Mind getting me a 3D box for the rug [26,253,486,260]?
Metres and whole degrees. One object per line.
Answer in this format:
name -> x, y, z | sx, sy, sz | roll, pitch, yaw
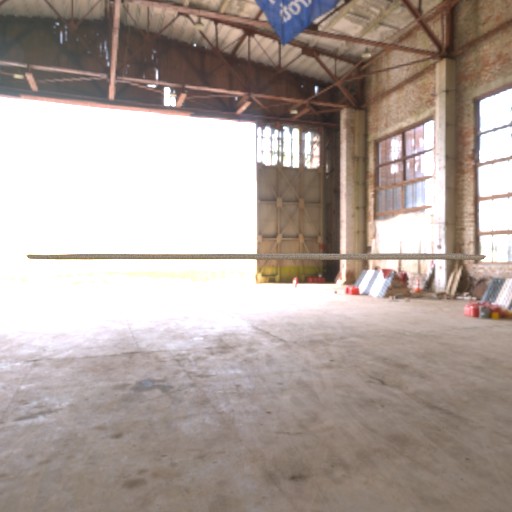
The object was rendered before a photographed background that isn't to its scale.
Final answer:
rug -> 0.000, 0.000, 2.703 | 2.381, 0.035, 0.832 | 0, 1, 0
